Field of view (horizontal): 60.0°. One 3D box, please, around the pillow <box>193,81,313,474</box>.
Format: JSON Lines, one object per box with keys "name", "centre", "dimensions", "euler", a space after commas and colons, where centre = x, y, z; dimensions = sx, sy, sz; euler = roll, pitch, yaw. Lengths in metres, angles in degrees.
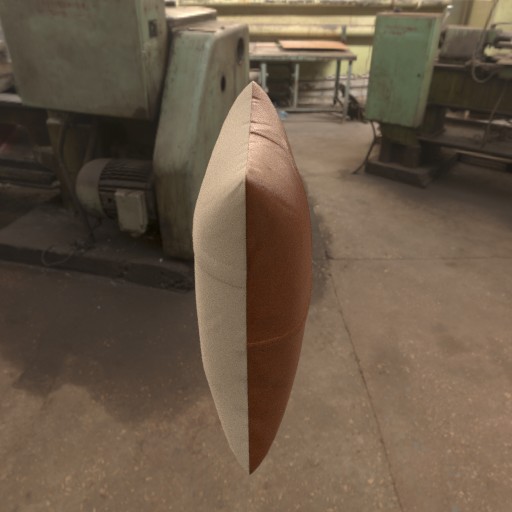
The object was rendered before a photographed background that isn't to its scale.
{"name": "pillow", "centre": [0.000, 0.000, 0.753], "dimensions": [0.192, 0.477, 0.501], "euler": [0, 32, 0]}
